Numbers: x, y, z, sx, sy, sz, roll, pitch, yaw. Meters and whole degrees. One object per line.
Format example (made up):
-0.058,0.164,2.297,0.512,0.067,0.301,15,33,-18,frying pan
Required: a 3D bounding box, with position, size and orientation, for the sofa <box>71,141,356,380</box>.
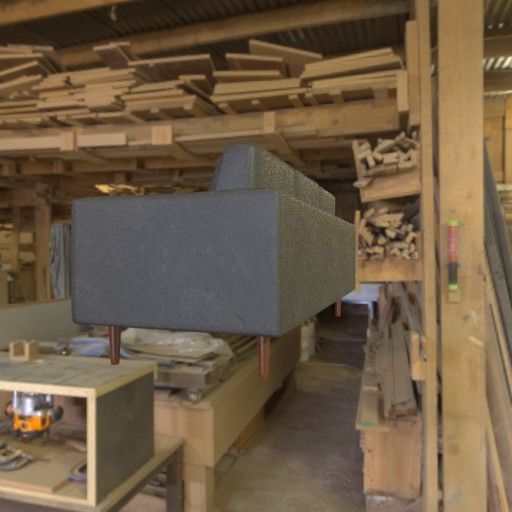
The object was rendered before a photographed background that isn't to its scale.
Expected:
0.000,0.000,2.534,0.879,0.899,2.029,0,0,20,sofa
